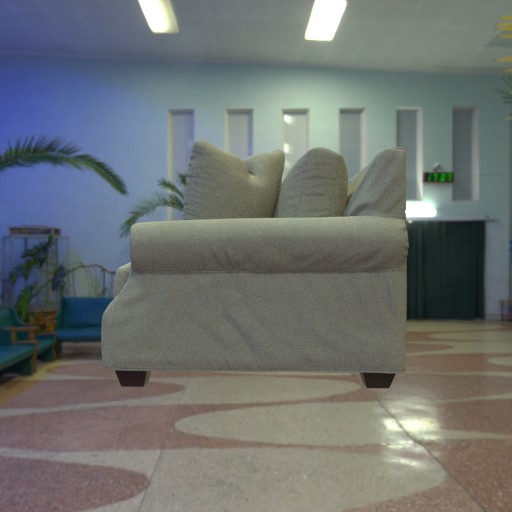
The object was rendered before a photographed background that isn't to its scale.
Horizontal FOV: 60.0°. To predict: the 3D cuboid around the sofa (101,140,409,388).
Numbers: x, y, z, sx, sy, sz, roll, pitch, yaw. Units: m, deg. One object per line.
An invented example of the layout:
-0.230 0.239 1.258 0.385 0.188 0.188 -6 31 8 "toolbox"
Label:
0.000 0.000 2.210 1.070 0.905 1.550 0 0 1 "sofa"
